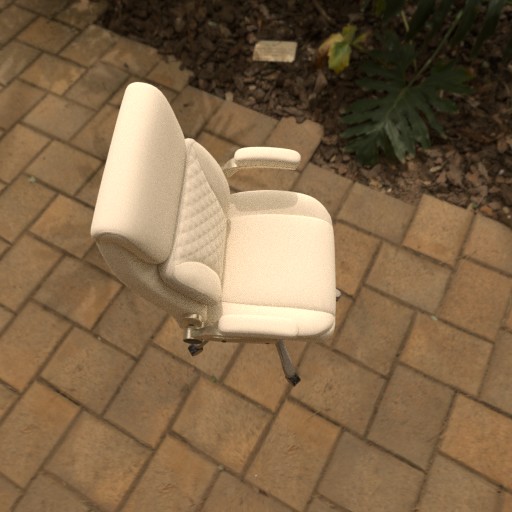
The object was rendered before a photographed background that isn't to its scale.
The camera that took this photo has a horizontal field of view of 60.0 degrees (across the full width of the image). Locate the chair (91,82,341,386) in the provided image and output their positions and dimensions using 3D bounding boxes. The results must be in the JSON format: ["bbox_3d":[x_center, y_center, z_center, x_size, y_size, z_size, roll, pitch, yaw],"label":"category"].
[{"bbox_3d":[0.000,0.000,1.608,0.794,1.110,0.740,0,64,0],"label":"chair"}]
